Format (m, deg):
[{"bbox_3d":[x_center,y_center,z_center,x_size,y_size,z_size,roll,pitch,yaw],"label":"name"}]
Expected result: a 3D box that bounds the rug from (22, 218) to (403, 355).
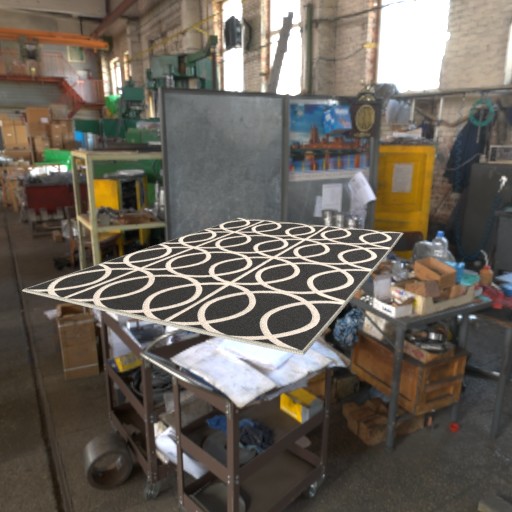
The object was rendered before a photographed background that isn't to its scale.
[{"bbox_3d":[0.000,0.000,2.899,1.528,0.014,2.294,7,17,25],"label":"rug"}]
